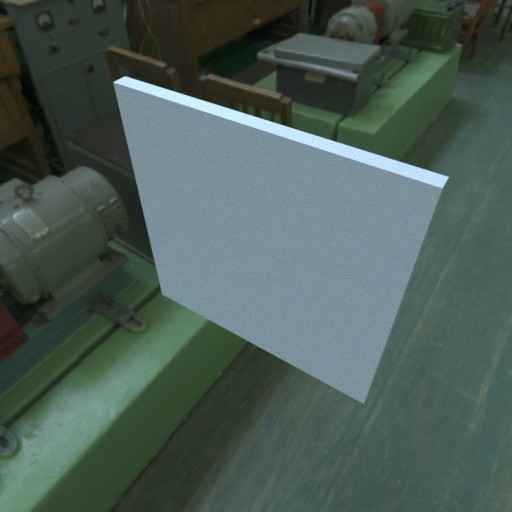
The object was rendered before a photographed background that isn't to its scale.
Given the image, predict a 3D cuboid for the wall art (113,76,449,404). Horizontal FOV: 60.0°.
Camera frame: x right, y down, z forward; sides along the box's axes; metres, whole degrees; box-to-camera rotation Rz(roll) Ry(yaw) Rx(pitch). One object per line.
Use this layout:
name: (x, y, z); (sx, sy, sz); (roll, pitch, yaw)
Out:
wall art: (0.000, 0.000, 0.854); (0.559, 0.559, 0.028); (24, 50, 22)
